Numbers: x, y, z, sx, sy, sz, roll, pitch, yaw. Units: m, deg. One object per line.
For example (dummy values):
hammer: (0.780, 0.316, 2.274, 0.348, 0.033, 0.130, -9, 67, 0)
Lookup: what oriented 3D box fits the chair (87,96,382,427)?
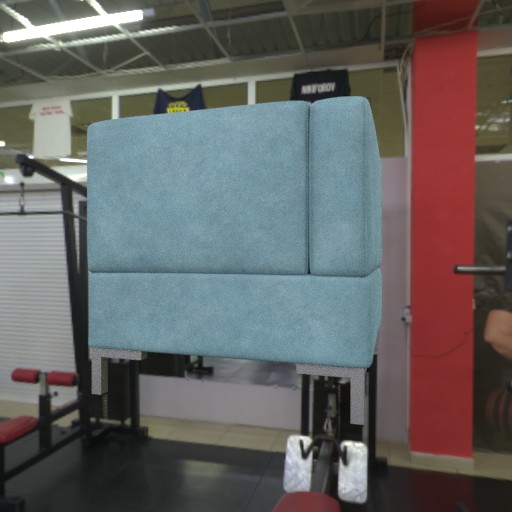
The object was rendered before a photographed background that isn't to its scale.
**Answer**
chair: (0.000, 0.000, 1.271, 0.684, 0.660, 0.691, 0, 1, 18)
